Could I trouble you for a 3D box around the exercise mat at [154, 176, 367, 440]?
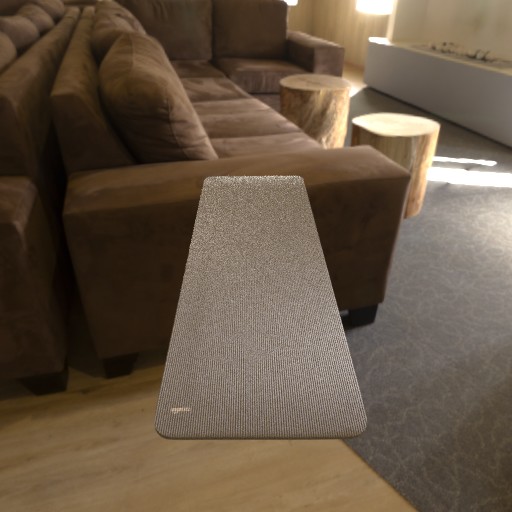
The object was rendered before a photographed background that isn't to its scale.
[{"bbox_3d":[0.000,0.000,2.024,0.616,0.021,1.884,0,33,-1],"label":"exercise mat"}]
